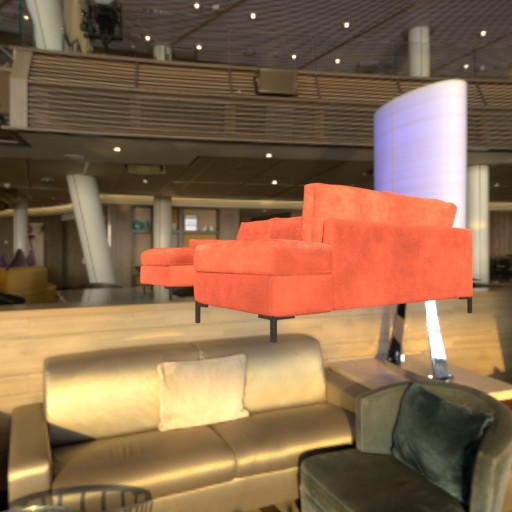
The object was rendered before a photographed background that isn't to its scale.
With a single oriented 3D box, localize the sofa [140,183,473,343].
[{"bbox_3d":[0.000,0.000,3.917,1.981,0.858,2.971,0,0,-36],"label":"sofa"}]
